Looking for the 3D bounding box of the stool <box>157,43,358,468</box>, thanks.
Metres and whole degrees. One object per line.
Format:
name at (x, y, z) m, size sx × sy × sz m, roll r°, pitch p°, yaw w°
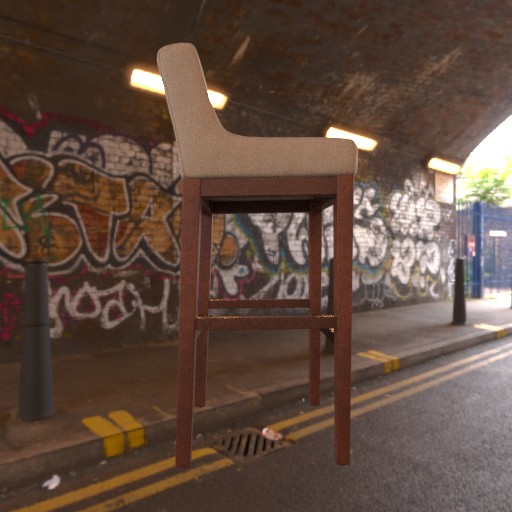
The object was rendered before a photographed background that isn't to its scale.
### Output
stool at (0.000, 0.000, 1.310) m, size 0.500 × 1.037 × 0.511 m, roll 0°, pitch 0°, yaw -2°
